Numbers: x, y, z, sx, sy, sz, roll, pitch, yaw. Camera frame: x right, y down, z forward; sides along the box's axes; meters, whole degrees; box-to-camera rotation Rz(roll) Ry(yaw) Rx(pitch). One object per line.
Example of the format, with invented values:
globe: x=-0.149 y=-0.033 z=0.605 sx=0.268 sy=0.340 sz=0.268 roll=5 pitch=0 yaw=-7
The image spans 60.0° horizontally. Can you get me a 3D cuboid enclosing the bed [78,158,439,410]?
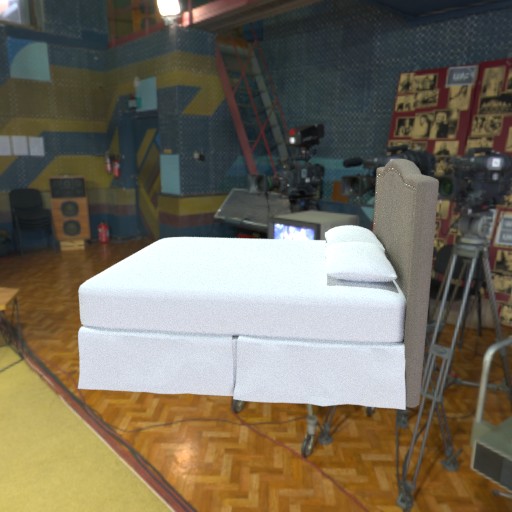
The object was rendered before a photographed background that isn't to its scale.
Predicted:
bed: x=0.000 y=0.000 z=3.350 sx=2.128 sy=1.441 sz=1.744 roll=2 pitch=13 yaw=7
